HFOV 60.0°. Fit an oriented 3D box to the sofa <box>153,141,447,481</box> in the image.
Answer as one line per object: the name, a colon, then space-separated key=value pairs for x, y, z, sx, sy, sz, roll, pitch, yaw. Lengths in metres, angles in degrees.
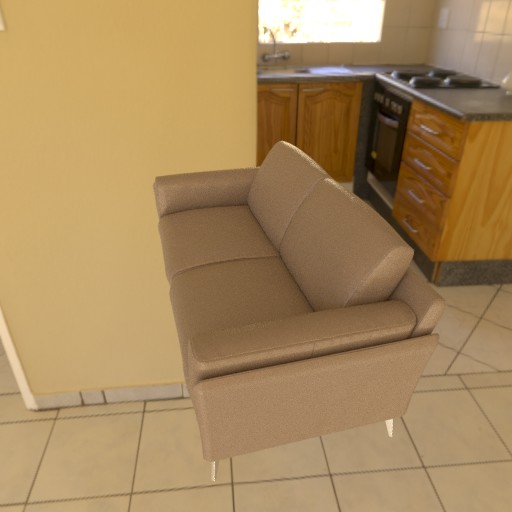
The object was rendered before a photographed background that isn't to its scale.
sofa: x=0.000 y=0.000 z=2.601 sx=1.049 sy=0.930 sz=2.101 roll=-8 pitch=31 yaw=-13
